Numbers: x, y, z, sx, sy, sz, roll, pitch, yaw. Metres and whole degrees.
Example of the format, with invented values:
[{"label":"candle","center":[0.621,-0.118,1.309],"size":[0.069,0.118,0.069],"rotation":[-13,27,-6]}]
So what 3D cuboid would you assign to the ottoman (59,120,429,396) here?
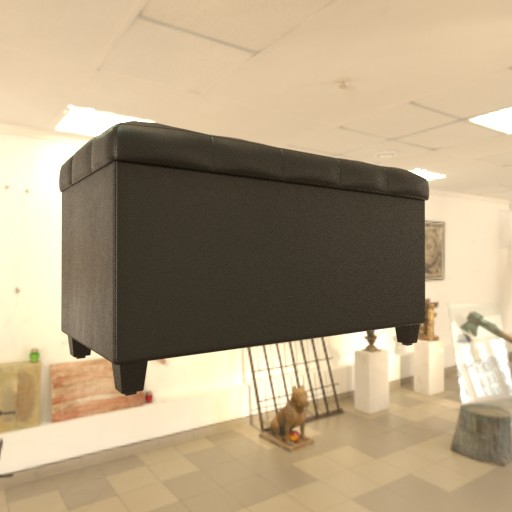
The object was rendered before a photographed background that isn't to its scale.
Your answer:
[{"label":"ottoman","center":[0.000,0.000,1.097],"size":[0.838,0.470,0.432],"rotation":[0,-1,-35]}]
